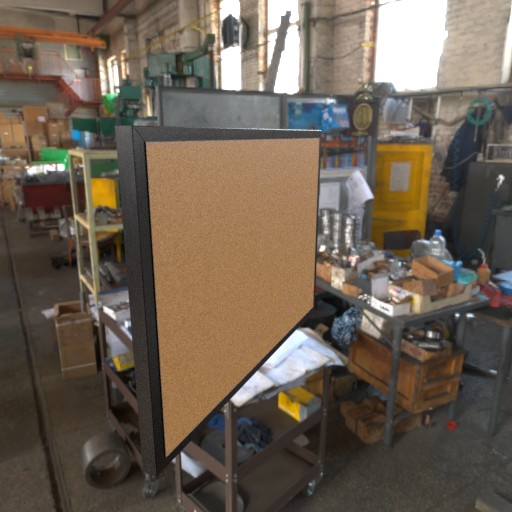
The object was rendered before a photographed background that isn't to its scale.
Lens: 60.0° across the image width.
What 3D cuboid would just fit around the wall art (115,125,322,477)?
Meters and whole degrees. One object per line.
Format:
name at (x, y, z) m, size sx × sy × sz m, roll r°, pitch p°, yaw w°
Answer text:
wall art at (0.000, 0.000, 0.830) m, size 0.027 × 0.458 × 0.657 m, roll 7°, pitch 17°, yaw 25°
